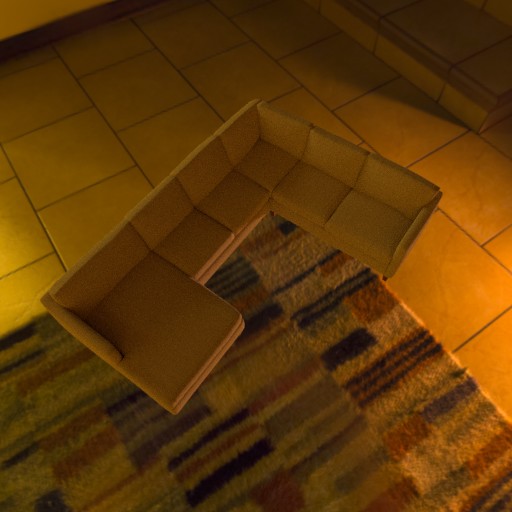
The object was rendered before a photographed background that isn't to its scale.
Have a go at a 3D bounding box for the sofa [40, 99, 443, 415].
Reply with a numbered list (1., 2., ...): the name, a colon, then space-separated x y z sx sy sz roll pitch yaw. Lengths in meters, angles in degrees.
1. sofa: 0.000 0.000 4.685 2.594 0.961 3.460 32 64 17
